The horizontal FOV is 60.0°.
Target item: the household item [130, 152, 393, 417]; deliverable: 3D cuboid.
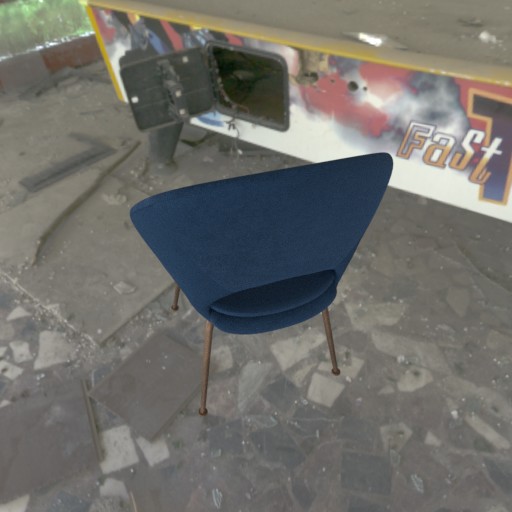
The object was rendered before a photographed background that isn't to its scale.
[{"bbox_3d":[0.000,0.000,1.251,0.623,0.852,0.573,-13,43,-14],"label":"household item"}]
